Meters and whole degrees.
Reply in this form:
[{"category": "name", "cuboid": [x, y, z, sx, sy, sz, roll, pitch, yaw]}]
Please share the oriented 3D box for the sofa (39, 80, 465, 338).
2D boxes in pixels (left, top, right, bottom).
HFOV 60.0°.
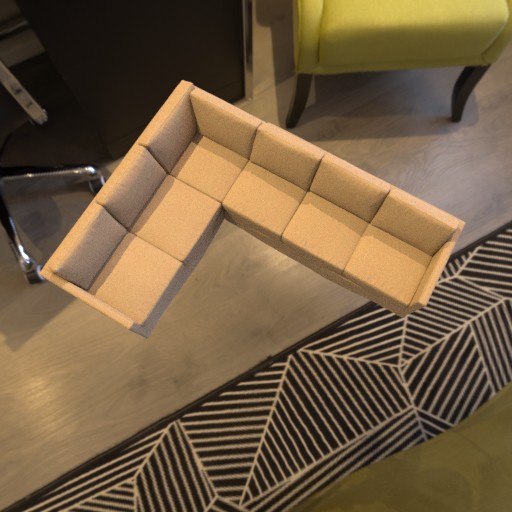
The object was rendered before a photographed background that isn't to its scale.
[{"category": "sofa", "cuboid": [0.000, 0.000, 4.331, 3.182, 0.871, 2.432, 29, 76, 8]}]
